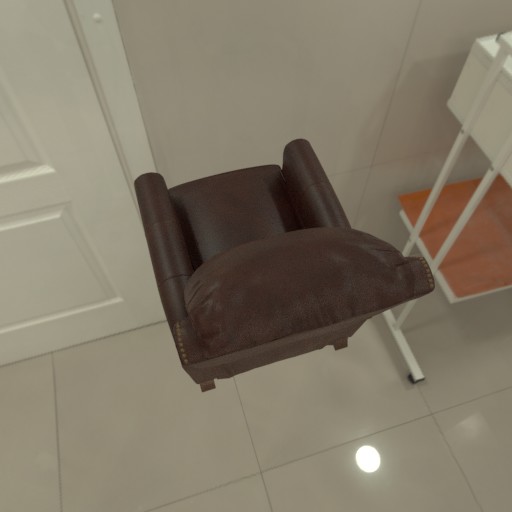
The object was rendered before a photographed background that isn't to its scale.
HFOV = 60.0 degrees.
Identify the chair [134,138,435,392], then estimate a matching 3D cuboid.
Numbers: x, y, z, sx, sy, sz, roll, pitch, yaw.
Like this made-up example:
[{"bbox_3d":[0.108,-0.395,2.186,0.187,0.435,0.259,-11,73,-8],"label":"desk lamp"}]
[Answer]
[{"bbox_3d":[0.000,0.000,1.806,0.826,1.022,1.089,-14,57,-10],"label":"chair"}]
